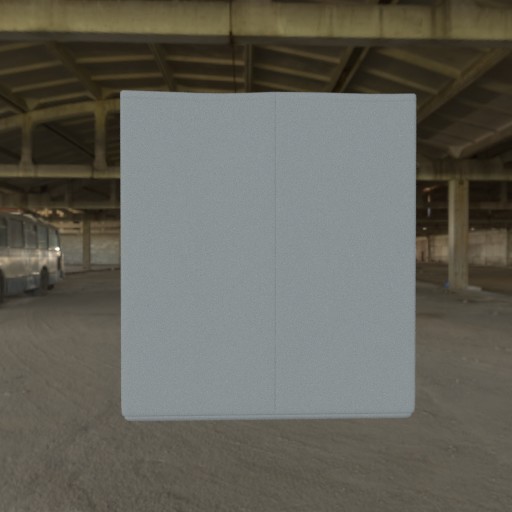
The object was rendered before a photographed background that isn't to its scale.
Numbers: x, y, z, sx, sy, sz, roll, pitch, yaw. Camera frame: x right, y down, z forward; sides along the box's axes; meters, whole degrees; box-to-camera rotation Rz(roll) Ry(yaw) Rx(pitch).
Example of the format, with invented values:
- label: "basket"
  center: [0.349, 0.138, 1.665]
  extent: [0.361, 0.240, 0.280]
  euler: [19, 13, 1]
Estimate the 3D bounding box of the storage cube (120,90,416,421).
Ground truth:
- label: "storage cube"
  center: [0.000, 0.000, 0.507]
  extent: [0.270, 0.280, 0.270]
  euler: [0, 1, -2]
